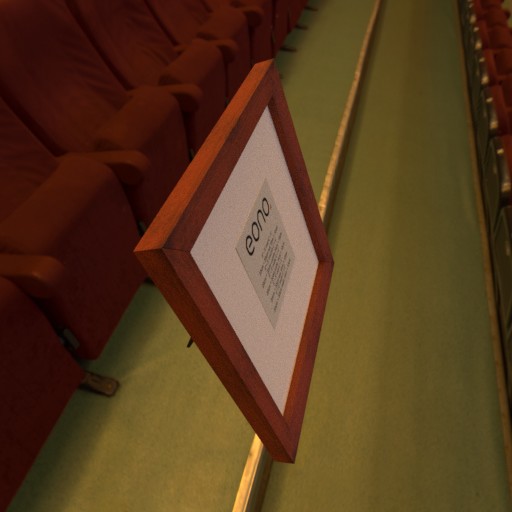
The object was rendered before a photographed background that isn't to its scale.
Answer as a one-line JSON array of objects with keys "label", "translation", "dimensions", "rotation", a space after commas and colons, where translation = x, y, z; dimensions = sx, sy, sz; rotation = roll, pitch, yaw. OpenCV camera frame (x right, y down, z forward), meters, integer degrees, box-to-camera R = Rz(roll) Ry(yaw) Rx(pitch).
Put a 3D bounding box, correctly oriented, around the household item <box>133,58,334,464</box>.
[{"label": "household item", "translation": [0.000, 0.000, 0.383], "dimensions": [0.131, 0.240, 0.240], "rotation": [11, 47, 10]}]
